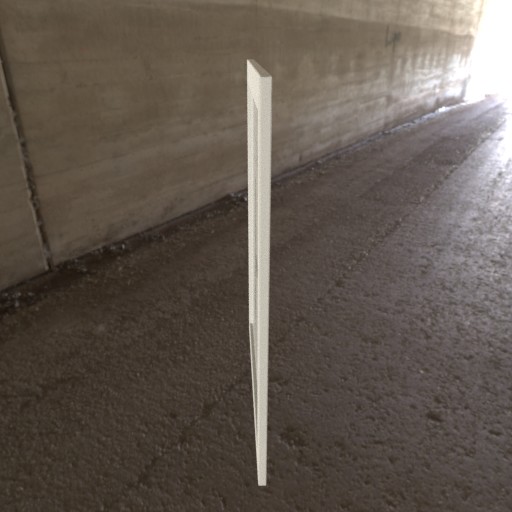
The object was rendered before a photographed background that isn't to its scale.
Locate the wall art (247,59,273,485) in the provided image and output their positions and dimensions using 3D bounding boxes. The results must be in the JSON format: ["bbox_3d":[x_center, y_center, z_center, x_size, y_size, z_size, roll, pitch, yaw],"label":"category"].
[{"bbox_3d":[0.000,0.000,0.669,0.012,0.529,0.374,-1,26,-3],"label":"wall art"}]
